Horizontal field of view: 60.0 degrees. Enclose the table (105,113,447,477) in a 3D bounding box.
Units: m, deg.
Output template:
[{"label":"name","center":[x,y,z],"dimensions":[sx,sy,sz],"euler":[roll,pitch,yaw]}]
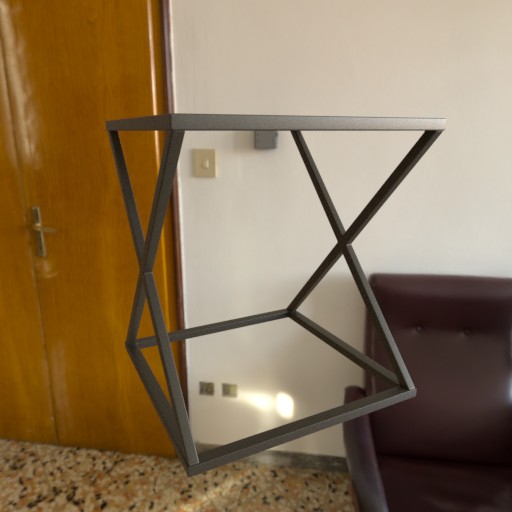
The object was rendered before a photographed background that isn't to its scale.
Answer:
[{"label":"table","center":[0.000,0.000,0.961],"dimensions":[0.500,0.565,0.500],"euler":[-8,18,-26]}]
